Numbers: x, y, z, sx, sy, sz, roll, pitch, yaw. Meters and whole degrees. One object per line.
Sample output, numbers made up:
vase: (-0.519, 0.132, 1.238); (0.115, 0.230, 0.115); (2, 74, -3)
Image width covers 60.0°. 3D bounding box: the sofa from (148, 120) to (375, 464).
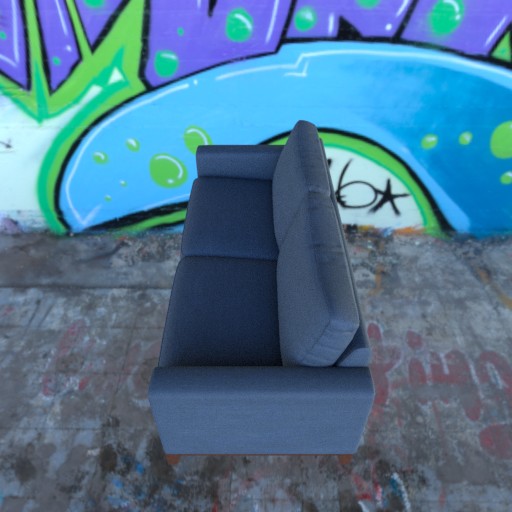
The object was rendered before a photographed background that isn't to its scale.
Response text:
sofa: (0.000, 0.000, 2.428); (0.877, 0.865, 1.900); (0, 42, 0)
